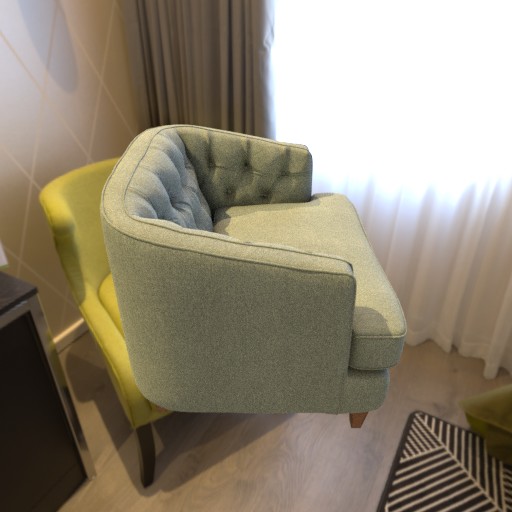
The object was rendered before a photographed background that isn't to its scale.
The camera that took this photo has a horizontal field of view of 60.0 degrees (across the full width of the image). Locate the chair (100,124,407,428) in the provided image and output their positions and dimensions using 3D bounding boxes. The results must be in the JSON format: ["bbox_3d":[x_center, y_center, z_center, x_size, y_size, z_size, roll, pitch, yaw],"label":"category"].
[{"bbox_3d":[0.000,0.000,1.771,0.945,0.852,1.094,-1,33,-1],"label":"chair"}]
